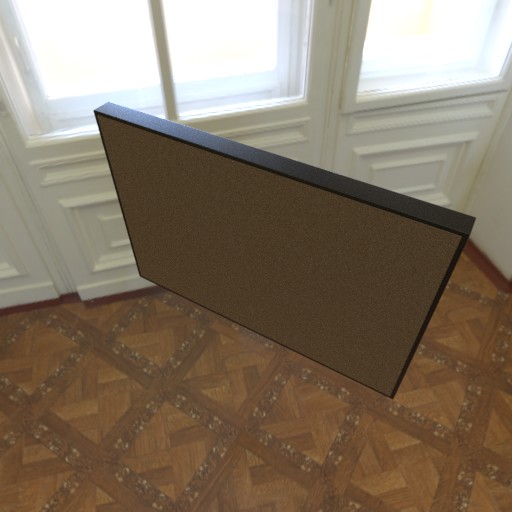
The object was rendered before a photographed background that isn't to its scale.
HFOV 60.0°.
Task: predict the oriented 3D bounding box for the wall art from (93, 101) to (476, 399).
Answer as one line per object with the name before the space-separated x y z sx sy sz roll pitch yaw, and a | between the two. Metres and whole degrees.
wall art | 0.000 0.000 1.221 0.939 0.640 0.058 23 50 21
